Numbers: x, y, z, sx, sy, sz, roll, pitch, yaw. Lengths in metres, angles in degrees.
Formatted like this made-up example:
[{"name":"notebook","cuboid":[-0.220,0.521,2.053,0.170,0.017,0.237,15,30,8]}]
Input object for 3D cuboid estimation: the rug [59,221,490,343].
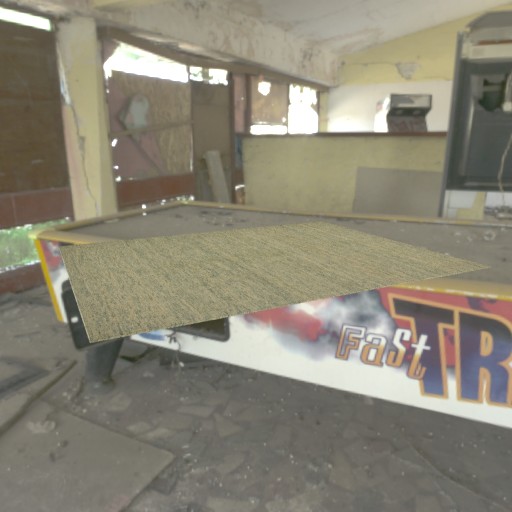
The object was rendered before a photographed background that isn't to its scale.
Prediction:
[{"name":"rug","cuboid":[0.000,0.000,4.093,3.201,0.014,2.437,-7,16,-26]}]
